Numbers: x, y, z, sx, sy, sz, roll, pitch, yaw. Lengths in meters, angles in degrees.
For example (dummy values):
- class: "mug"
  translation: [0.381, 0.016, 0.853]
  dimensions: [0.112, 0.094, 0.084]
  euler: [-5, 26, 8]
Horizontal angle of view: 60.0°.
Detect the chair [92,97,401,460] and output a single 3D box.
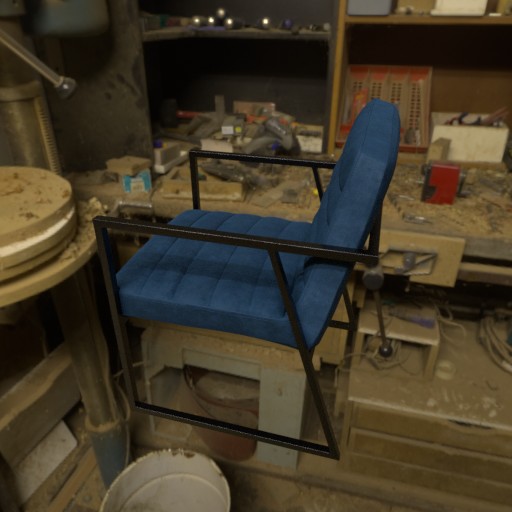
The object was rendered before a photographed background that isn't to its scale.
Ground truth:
- class: "chair"
  translation: [0.000, 0.000, 1.269]
  dimensions: [0.677, 0.833, 0.571]
  euler: [8, 31, 14]
